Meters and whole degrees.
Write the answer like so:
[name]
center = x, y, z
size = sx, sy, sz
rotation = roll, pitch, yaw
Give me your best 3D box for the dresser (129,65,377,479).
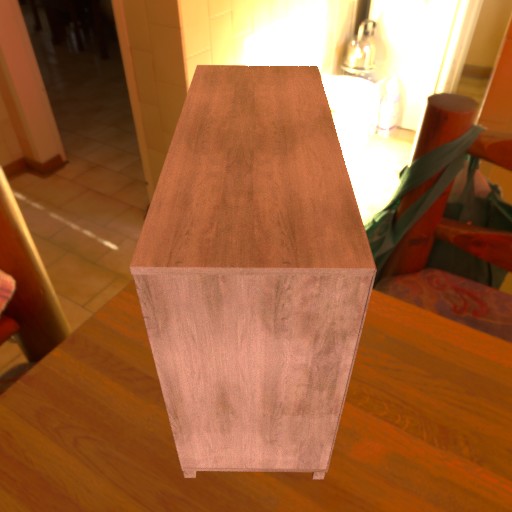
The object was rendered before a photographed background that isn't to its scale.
[dresser]
center = 0.000, 0.000, 1.364
size = 0.404, 0.816, 0.994
rotation = 0, 41, 0
